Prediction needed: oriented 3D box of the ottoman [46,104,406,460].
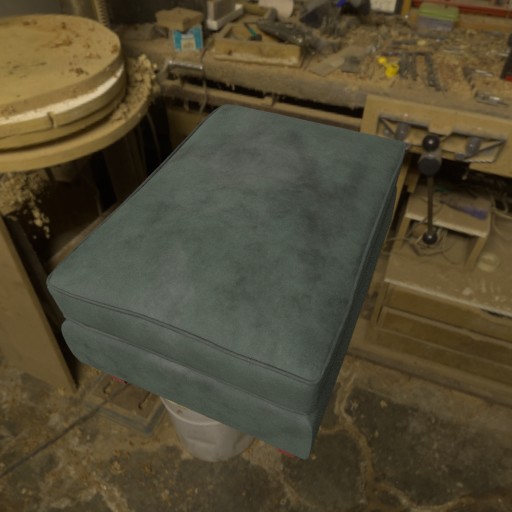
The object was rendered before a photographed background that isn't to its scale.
[{"bbox_3d":[0.000,0.000,1.239,0.632,0.495,0.864,17,48,16],"label":"ottoman"}]
